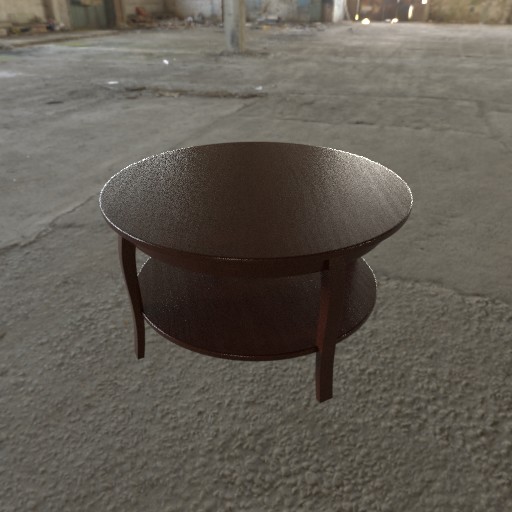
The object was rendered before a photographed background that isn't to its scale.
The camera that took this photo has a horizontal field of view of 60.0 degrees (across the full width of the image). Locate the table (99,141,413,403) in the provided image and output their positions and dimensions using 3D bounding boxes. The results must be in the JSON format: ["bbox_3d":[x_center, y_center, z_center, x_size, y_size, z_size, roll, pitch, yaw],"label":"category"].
[{"bbox_3d":[0.000,0.000,1.474,0.911,0.512,0.911,0,30,0],"label":"table"}]
